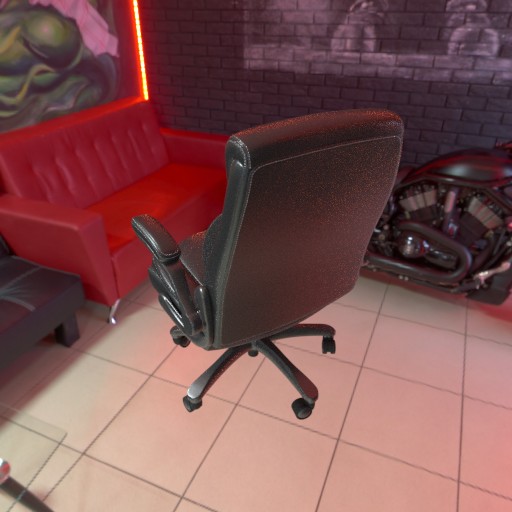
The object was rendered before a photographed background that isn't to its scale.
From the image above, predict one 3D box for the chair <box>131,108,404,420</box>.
[{"bbox_3d":[0.000,0.000,1.614,0.782,1.110,0.724,-19,35,-29],"label":"chair"}]
